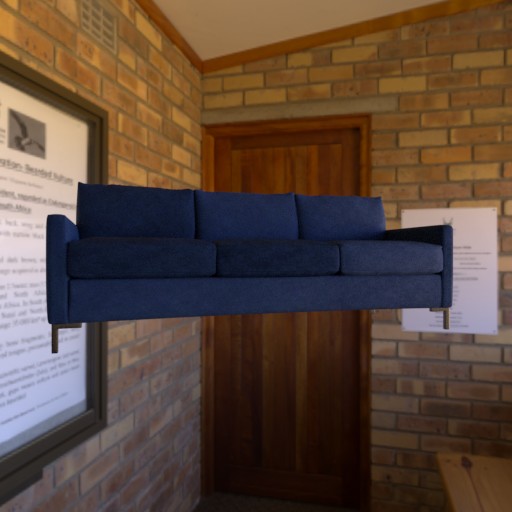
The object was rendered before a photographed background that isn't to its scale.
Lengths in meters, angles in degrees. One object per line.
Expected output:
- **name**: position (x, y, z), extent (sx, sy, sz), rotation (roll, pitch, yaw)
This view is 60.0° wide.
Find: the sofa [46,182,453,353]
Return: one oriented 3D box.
- **sofa**: position (0.000, 0.000, 2.695), extent (2.252, 0.879, 0.875), rotation (0, 0, -18)
